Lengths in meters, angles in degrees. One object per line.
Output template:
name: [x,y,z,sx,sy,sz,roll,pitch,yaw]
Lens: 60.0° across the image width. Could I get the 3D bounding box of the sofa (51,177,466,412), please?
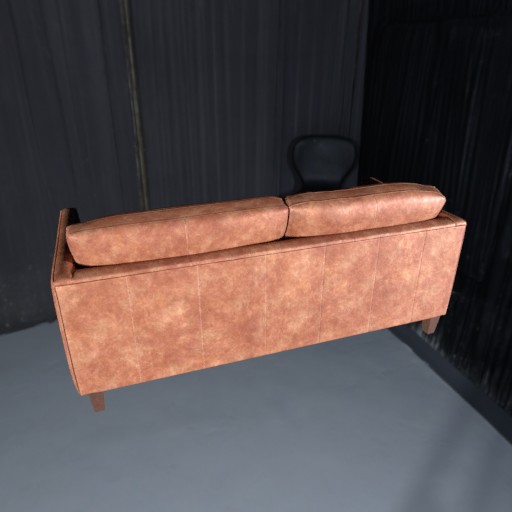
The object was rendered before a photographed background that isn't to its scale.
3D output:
sofa: [0.000,0.000,2.436,1.971,0.863,0.923,-9,27,-17]
